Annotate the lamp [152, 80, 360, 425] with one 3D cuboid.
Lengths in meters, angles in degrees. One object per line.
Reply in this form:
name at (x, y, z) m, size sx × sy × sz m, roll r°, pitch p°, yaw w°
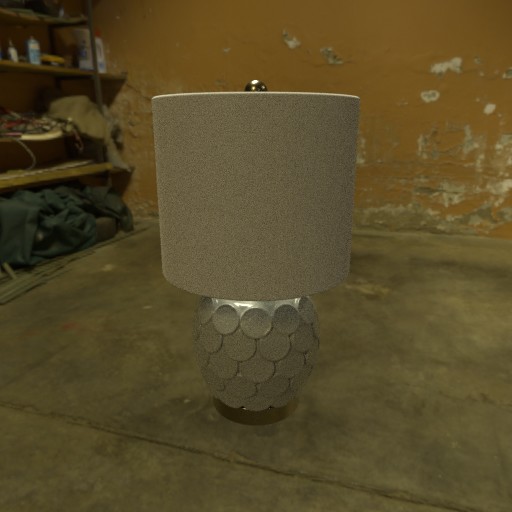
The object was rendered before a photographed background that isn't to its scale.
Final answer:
lamp at (0.000, 0.000, 0.611) m, size 0.254 × 0.452 × 0.254 m, roll 0°, pitch 17°, yaw 0°
